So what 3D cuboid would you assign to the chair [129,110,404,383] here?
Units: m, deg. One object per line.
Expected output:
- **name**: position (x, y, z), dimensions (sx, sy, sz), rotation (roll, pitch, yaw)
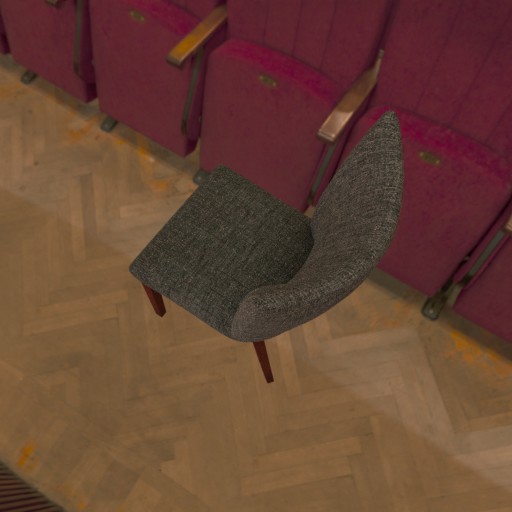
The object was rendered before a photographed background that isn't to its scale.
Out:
- **chair**: position (0.000, 0.000, 1.300), dimensions (0.623, 0.924, 0.535), rotation (31, 68, 14)
